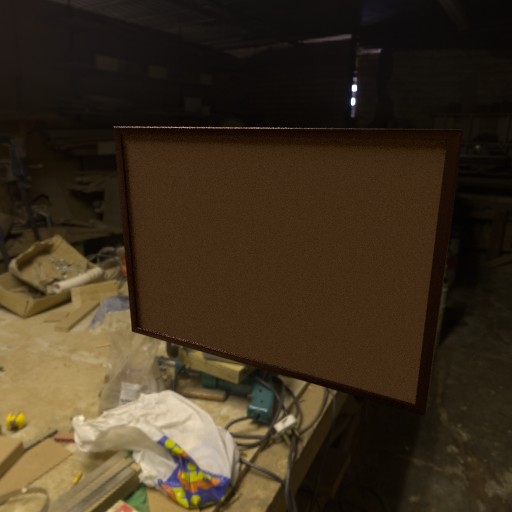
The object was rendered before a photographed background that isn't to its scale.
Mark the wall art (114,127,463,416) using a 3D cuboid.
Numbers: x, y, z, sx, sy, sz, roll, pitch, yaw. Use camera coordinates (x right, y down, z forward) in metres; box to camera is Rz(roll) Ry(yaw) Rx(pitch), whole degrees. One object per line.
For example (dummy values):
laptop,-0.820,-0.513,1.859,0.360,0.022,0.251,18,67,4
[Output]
wall art,0.000,0.000,0.548,0.431,0.304,0.012,9,19,27
